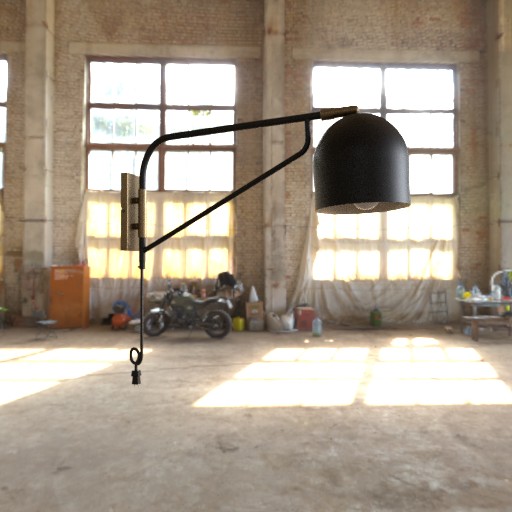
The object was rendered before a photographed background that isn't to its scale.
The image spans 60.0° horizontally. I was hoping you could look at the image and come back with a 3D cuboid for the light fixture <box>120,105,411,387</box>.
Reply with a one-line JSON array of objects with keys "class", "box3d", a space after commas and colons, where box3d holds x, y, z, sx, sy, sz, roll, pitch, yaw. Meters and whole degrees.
[{"class": "light fixture", "box3d": [0.000, 0.000, 1.090, 0.720, 0.696, 0.215, 0, -1, 17]}]
